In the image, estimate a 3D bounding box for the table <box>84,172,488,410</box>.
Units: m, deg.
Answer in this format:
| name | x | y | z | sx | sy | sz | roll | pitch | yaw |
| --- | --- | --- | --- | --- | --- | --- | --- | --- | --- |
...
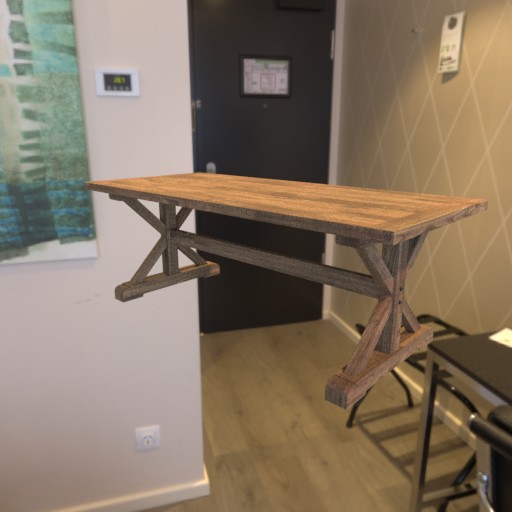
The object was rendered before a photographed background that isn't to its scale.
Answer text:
| name | x | y | z | sx | sy | sz | roll | pitch | yaw |
| --- | --- | --- | --- | --- | --- | --- | --- | --- | --- |
| table | 0.000 | 0.000 | 2.454 | 2.031 | 0.733 | 0.907 | 14 | 21 | 41 |
